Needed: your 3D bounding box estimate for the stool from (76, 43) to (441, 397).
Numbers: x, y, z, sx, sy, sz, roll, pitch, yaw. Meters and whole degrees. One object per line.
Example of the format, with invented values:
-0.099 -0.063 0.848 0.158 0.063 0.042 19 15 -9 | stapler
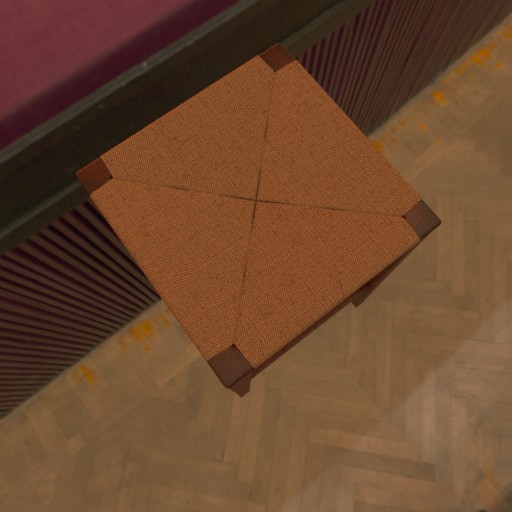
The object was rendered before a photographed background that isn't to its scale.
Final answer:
0.000 0.000 1.083 0.497 0.762 0.507 -36 78 -9 | stool
